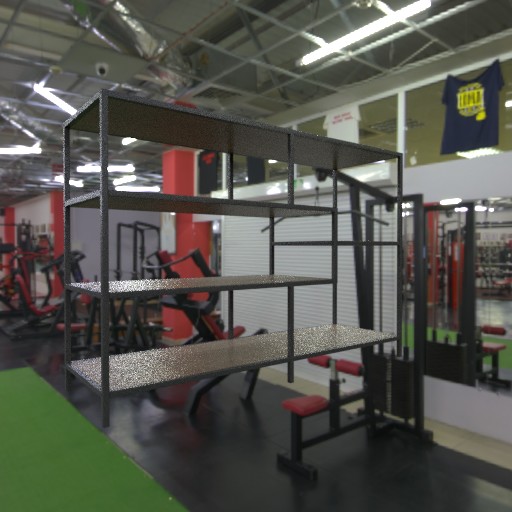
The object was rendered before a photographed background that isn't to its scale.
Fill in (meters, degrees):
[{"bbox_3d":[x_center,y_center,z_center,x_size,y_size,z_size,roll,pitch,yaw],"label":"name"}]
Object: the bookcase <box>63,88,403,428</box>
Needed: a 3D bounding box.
[{"bbox_3d":[0.000,0.000,1.496,1.140,0.780,0.350,-1,1,-37],"label":"bookcase"}]
